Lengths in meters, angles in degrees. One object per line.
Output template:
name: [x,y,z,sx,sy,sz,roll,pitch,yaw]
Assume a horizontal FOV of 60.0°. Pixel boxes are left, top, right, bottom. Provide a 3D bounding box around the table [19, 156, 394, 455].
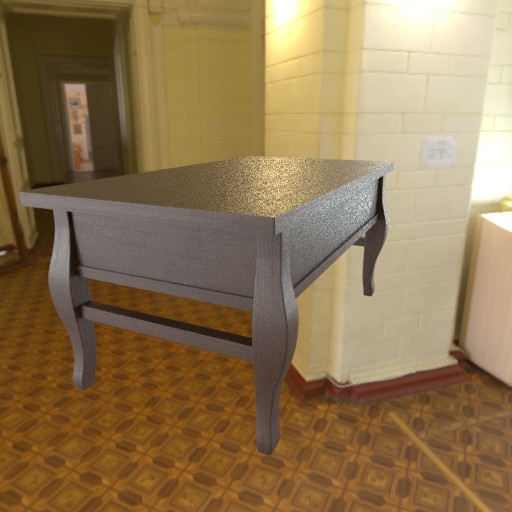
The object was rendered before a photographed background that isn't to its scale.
table: [0.000,0.000,1.328,0.600,0.494,1.062,8,19,25]
